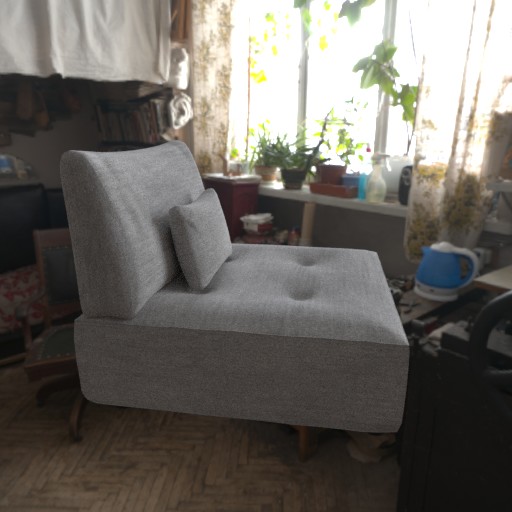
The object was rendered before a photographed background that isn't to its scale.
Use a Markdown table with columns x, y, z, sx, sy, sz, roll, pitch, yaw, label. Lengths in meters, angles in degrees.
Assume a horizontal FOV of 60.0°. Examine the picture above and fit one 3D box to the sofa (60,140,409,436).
| x | y | z | sx | sy | sz | roll | pitch | yaw | label |
| --- | --- | --- | --- | --- | --- | --- | --- | --- | --- |
| 0.000 | 0.000 | 1.684 | 1.000 | 0.820 | 0.930 | 3 | 17 | 9 | sofa |
